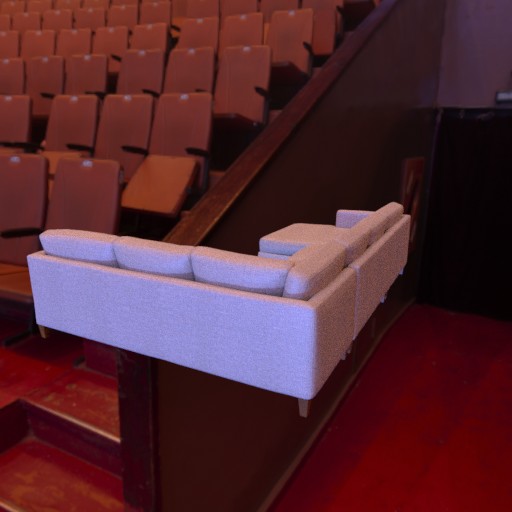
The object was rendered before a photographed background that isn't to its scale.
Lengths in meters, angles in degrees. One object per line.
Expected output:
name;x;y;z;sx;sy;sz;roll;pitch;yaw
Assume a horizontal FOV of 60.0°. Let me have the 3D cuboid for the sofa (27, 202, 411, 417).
sofa;0.000;0.000;4.655;2.594;0.961;3.460;8;17;26
